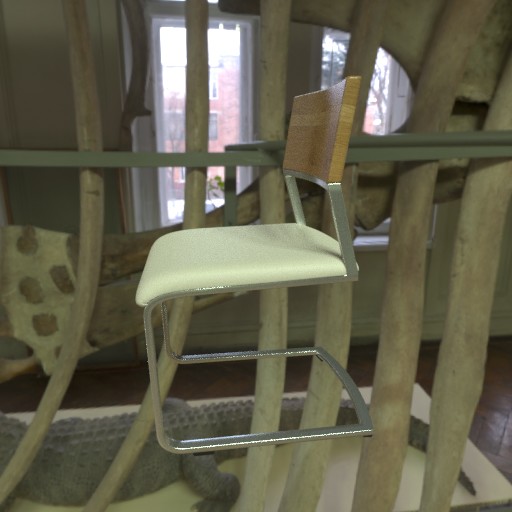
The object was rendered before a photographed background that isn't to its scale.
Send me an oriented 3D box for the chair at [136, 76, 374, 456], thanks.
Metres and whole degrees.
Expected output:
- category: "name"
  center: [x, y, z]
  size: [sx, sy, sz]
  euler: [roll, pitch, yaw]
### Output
- category: "chair"
  center: [0.000, 0.000, 1.178]
  size: [0.585, 0.844, 0.467]
  euler: [-2, 15, -8]
